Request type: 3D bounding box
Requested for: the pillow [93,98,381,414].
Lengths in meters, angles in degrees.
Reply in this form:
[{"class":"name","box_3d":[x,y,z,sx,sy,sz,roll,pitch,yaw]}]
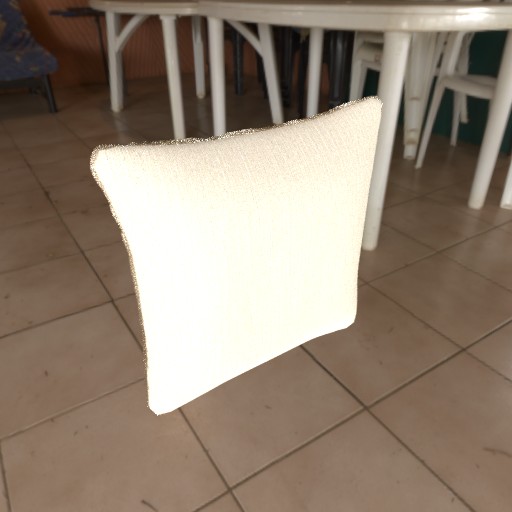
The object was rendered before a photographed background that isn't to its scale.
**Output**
[{"class":"pillow","box_3d":[0.000,0.000,0.827,0.538,0.525,0.216,-19,36,-29]}]
